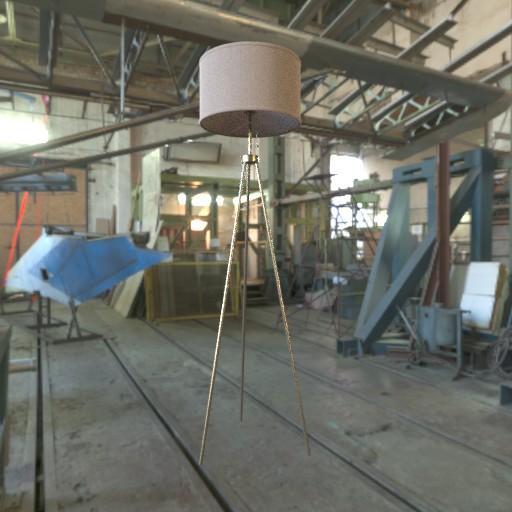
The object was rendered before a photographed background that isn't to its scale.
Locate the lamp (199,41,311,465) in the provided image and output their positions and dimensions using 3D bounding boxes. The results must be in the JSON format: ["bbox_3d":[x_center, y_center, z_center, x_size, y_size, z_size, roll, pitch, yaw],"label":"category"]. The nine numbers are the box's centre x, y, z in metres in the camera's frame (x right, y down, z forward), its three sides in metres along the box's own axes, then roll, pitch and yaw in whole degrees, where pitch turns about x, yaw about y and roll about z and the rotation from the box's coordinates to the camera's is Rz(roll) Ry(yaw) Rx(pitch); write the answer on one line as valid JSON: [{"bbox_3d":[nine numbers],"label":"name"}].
[{"bbox_3d":[0.000,0.000,1.795,0.460,1.545,0.449,0,1,18],"label":"lamp"}]
